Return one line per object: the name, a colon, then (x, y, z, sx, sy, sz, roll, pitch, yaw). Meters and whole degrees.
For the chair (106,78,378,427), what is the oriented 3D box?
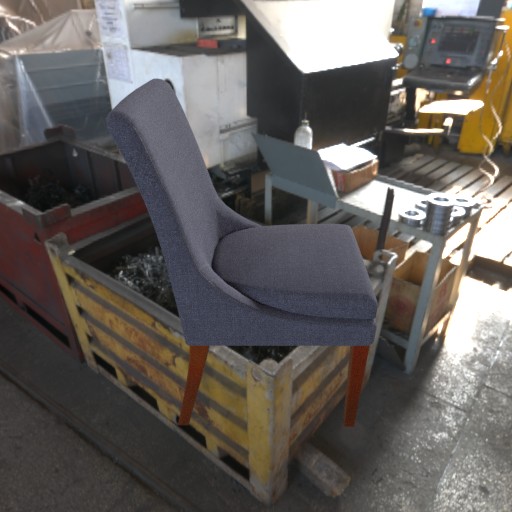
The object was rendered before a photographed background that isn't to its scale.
chair: (0.000, 0.000, 1.351, 0.655, 0.952, 0.508, 1, 31, 1)
